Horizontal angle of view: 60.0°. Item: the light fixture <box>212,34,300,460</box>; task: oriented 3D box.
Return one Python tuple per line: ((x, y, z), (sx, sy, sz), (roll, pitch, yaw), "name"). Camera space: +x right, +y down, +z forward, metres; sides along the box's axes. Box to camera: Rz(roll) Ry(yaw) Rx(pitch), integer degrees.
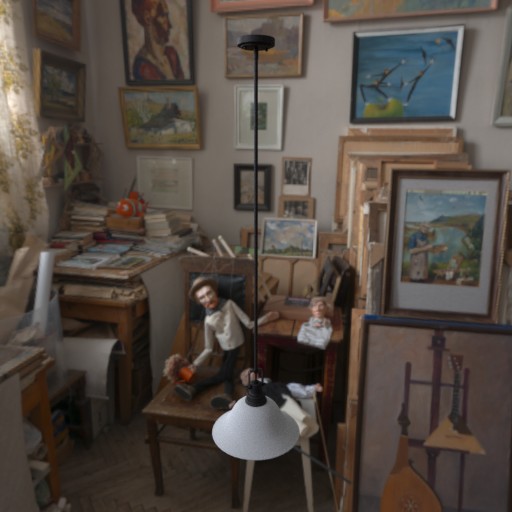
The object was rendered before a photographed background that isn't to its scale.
((0.000, 0.000, 1.487), (0.324, 1.337, 0.324), (-7, 15, -26), "light fixture")
